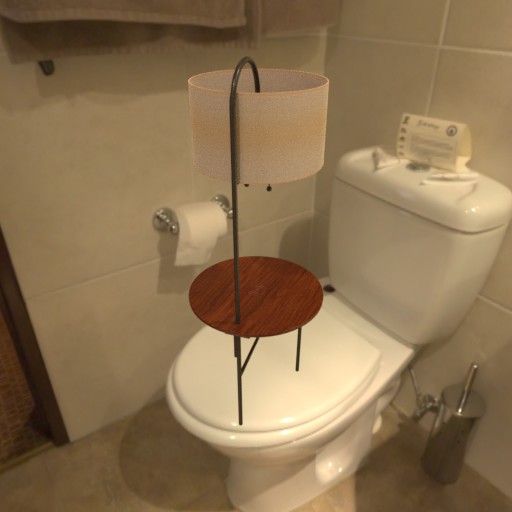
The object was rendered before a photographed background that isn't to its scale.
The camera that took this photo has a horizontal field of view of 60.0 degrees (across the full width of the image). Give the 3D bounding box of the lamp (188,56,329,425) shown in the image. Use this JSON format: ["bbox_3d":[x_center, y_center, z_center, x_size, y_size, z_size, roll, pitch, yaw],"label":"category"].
[{"bbox_3d":[0.000,0.000,1.811,0.573,1.517,0.573,0,31,0],"label":"lamp"}]
